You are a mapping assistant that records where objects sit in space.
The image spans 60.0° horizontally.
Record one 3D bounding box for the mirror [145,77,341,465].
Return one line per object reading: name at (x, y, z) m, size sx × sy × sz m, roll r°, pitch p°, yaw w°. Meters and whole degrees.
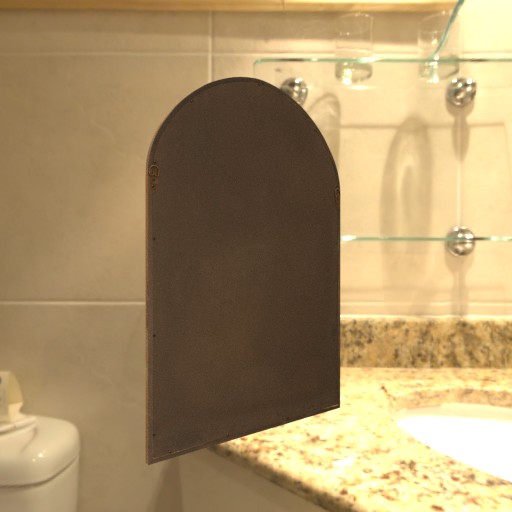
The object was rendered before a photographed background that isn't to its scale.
mirror at (0.000, 0.000, 1.162) m, size 0.609 × 0.915 × 0.032 m, roll 0°, pitch 0°, yaw -37°
